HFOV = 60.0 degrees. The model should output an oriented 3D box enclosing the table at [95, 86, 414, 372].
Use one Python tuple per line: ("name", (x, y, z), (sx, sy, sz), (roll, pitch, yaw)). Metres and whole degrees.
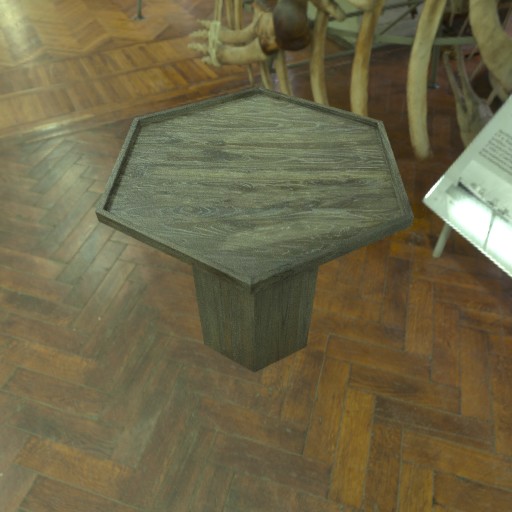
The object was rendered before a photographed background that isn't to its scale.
("table", (0.000, 0.000, 1.152), (0.683, 0.586, 0.592), (24, 51, 21))
